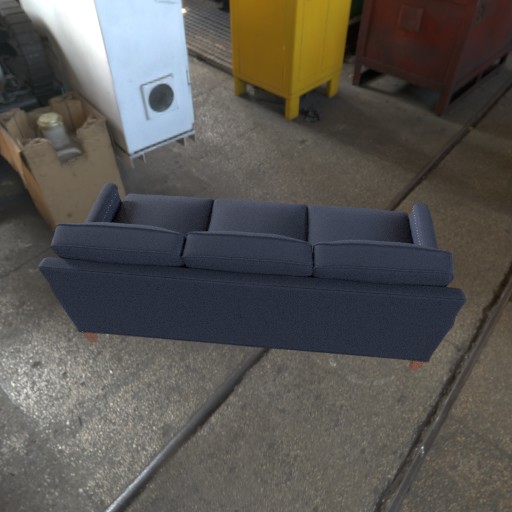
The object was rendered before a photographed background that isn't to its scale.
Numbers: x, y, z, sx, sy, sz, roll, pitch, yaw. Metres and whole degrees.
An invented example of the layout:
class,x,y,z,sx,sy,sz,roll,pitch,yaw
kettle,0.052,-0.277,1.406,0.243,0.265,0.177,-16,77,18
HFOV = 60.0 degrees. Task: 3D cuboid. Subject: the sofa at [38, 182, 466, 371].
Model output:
class,x,y,z,sx,sy,sz,roll,pitch,yaw
sofa,0.000,0.000,2.825,2.246,1.003,1.084,4,46,4
